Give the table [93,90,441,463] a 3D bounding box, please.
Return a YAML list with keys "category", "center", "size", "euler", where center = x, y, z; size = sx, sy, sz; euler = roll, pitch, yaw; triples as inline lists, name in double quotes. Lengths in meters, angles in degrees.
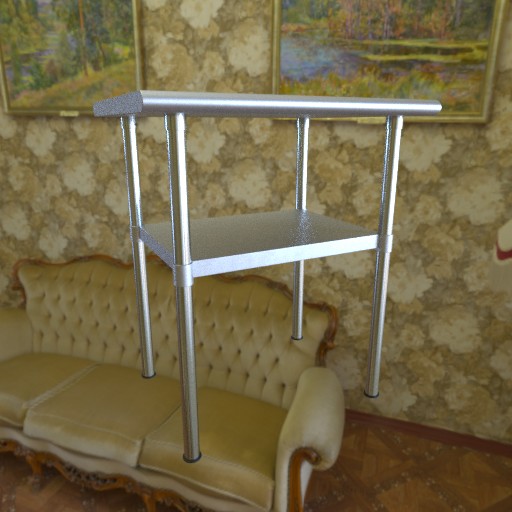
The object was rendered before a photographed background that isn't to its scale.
- category: "table"
  center: [0.000, 0.000, 1.328]
  size: [0.762, 0.876, 0.584]
  euler: [-8, 19, -26]
